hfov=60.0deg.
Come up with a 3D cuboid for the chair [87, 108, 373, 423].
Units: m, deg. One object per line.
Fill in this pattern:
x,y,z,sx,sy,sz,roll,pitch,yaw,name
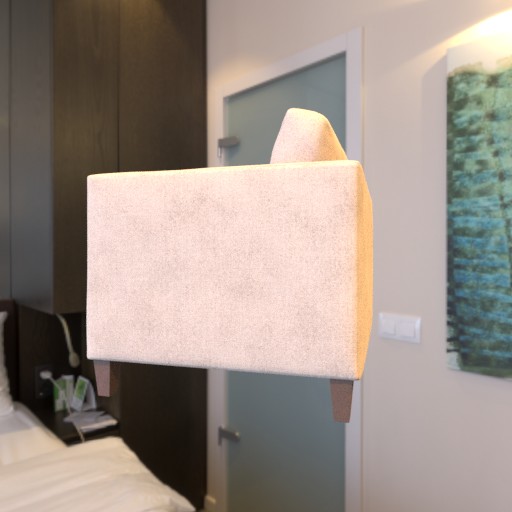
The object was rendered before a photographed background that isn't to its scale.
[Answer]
0.000,0.000,1.915,0.959,0.961,1.133,0,1,16,chair
